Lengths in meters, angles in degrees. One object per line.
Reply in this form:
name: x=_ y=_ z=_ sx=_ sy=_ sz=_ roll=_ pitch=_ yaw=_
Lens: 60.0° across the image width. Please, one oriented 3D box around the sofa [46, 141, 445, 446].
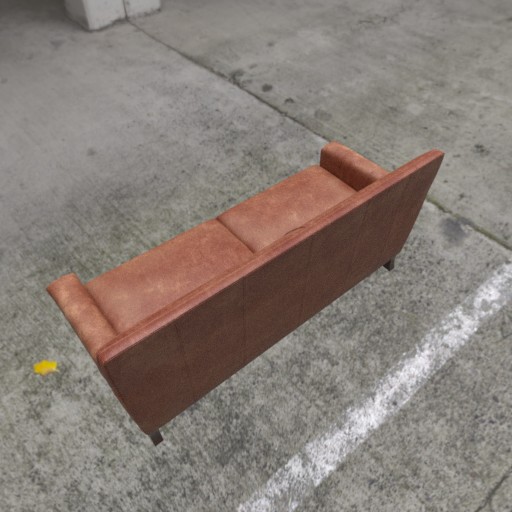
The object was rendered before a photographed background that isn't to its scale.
sofa: x=0.000 y=0.000 z=2.516 sx=2.053 sy=0.947 sz=0.805 roll=-31 pitch=54 yaw=-26
